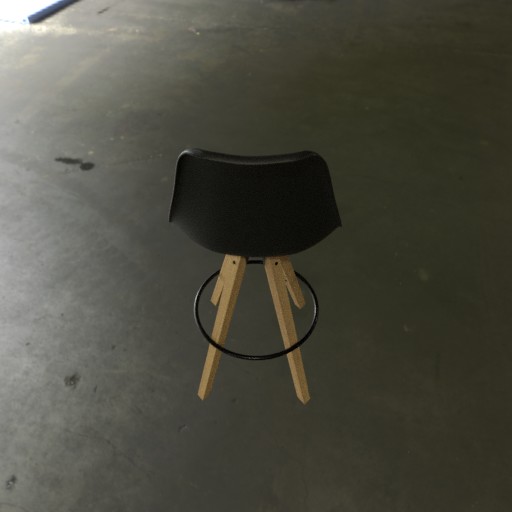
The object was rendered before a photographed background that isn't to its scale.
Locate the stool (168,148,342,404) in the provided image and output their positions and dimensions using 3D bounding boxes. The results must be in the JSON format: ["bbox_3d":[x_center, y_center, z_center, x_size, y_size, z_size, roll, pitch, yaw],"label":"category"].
[{"bbox_3d":[0.000,0.000,1.420,0.485,1.115,0.550,2,47,2],"label":"stool"}]
